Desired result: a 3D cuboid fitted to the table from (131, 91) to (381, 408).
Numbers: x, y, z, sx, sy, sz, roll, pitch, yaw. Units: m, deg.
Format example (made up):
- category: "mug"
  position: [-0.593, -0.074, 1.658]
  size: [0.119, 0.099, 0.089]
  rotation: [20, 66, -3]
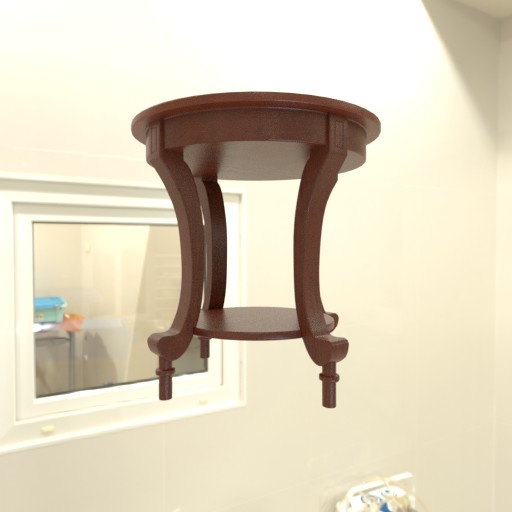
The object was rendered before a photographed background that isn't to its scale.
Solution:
- category: "table"
  position: [0.000, 0.000, 1.107]
  size: [0.597, 0.612, 0.597]
  rotation: [0, 1, 0]
